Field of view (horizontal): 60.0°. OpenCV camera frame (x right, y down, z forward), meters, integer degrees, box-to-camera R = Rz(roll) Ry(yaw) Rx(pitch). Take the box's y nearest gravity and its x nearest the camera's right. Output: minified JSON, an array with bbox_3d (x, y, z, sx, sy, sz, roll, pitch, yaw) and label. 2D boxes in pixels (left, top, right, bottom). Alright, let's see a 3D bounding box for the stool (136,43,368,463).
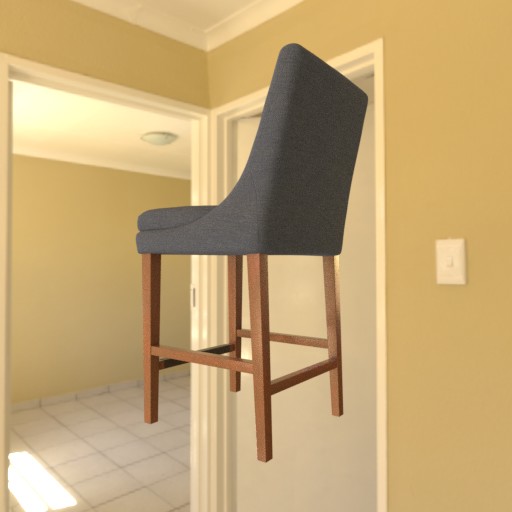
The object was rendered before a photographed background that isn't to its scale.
[{"bbox_3d":[0.000,0.000,1.324,0.577,0.981,0.470,0,-1,37],"label":"stool"}]
